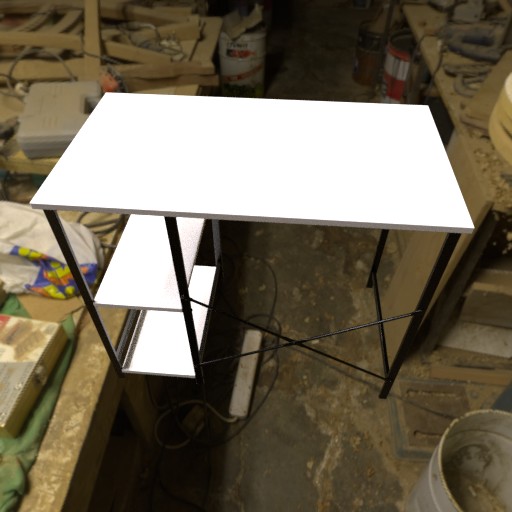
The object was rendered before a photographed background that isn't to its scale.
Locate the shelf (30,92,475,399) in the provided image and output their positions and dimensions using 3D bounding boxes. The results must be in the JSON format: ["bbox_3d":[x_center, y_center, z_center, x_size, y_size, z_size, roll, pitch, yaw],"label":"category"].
[{"bbox_3d":[0.000,0.000,1.336,0.902,0.750,0.498,4,46,3],"label":"shelf"}]
